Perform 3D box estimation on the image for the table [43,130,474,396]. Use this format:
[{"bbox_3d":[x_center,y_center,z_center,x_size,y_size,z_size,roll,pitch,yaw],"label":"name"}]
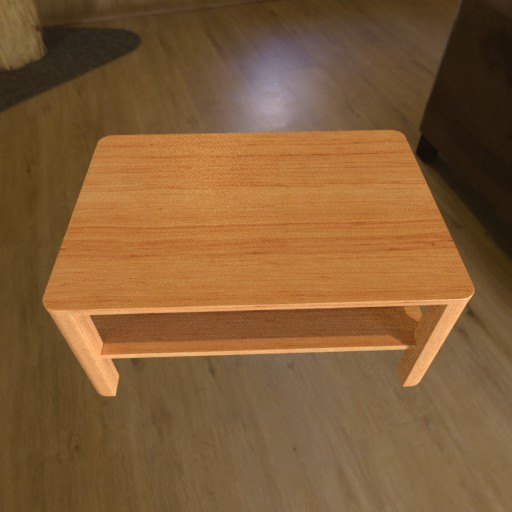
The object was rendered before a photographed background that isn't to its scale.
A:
[{"bbox_3d":[0.000,0.000,1.395,0.997,0.445,0.696,-1,48,-1],"label":"table"}]
